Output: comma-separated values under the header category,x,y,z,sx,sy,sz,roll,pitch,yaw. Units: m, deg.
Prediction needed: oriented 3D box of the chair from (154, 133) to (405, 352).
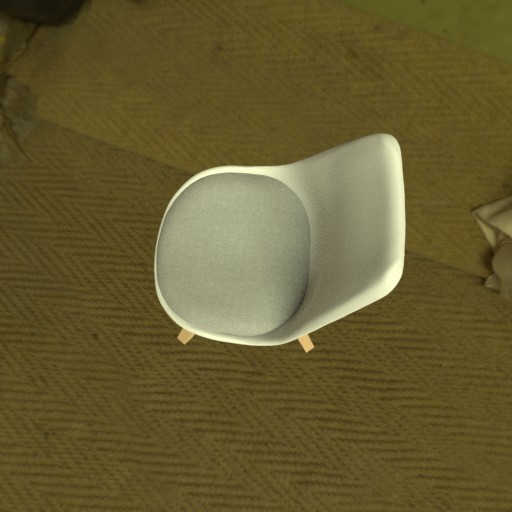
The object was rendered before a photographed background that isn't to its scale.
category,x,y,z,sx,sy,sz,roll,pitch,yaw
chair,0.000,0.000,1.209,0.550,0.850,0.485,4,75,1
